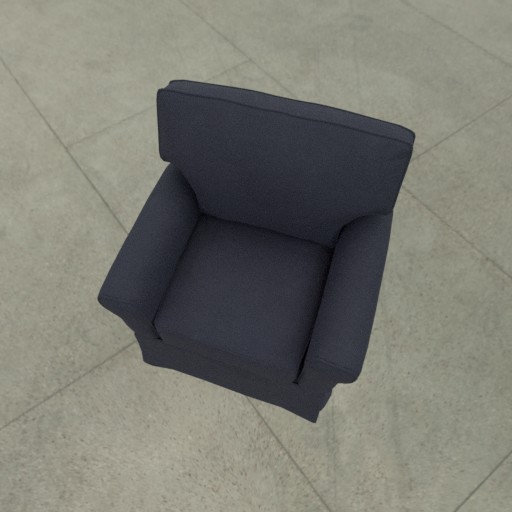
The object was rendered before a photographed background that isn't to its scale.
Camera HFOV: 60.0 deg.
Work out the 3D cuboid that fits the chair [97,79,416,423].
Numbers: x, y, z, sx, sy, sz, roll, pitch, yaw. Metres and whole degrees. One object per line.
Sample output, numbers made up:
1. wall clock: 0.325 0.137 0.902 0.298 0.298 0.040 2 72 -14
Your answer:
1. chair: 0.000 0.000 1.991 1.119 1.140 1.002 15 60 9
